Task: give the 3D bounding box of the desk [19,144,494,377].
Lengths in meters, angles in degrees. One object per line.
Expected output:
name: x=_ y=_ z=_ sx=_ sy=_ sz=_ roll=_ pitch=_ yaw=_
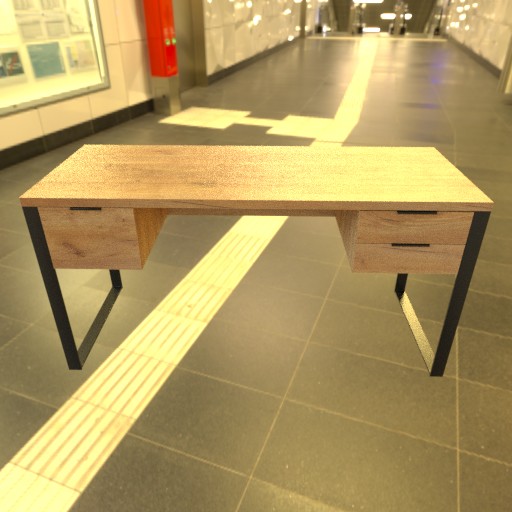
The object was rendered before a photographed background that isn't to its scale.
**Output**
desk: x=0.000 y=0.000 z=1.864 sx=1.520 sy=0.760 sz=0.600 roll=1 pitch=30 yaw=1
